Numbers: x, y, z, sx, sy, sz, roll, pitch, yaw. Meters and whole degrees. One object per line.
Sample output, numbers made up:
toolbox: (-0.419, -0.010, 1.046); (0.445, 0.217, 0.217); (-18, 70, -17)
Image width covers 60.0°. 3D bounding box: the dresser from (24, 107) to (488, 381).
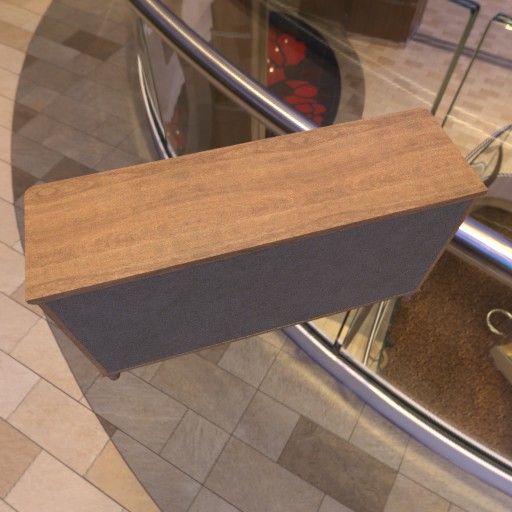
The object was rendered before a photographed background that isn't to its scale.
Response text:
dresser: (0.000, 0.000, 1.951); (1.583, 0.892, 0.468); (-14, 59, -9)
